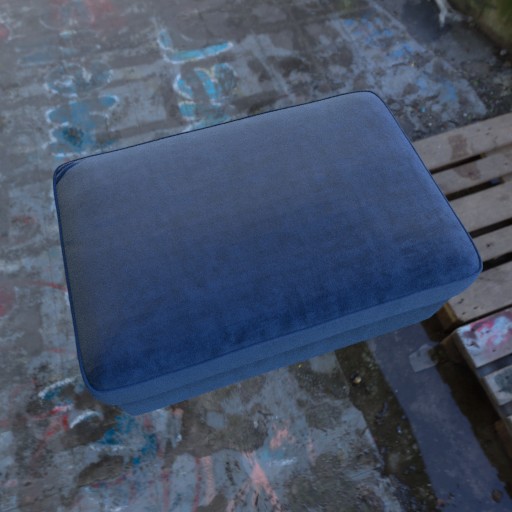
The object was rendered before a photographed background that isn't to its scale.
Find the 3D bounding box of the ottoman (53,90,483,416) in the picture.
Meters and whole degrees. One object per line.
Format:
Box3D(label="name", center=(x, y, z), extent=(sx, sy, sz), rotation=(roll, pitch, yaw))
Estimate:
Box3D(label="ottoman", center=(0.000, 0.000, 1.170), extent=(0.862, 0.484, 0.583), rotation=(-16, 64, -8))
